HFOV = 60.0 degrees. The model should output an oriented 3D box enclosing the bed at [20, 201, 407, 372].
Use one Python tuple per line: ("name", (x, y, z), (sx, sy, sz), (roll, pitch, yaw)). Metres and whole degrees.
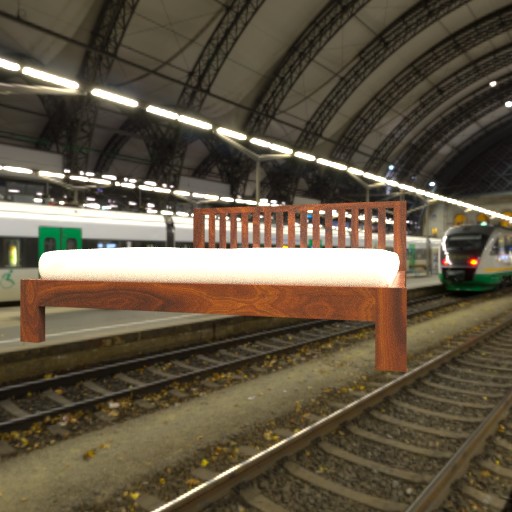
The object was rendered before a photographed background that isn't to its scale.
("bed", (0.000, 0.000, 2.965), (1.905, 0.890, 2.030), (0, 0, 19))
